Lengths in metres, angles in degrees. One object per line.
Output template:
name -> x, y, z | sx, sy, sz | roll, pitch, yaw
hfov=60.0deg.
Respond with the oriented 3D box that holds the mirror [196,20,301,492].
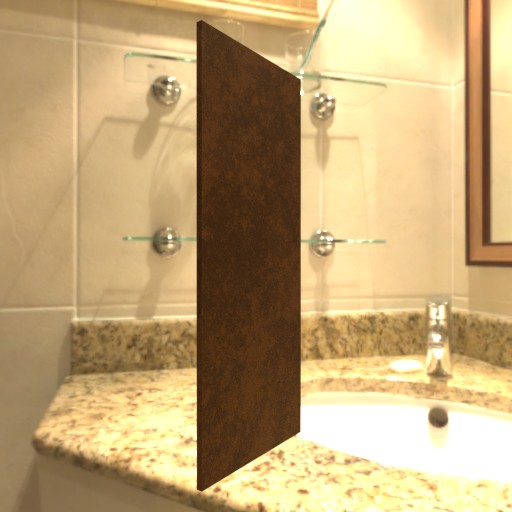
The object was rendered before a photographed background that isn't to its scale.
mirror -> 0.000, 0.000, 2.240 | 0.032, 2.031, 0.812 | 0, 0, 37
